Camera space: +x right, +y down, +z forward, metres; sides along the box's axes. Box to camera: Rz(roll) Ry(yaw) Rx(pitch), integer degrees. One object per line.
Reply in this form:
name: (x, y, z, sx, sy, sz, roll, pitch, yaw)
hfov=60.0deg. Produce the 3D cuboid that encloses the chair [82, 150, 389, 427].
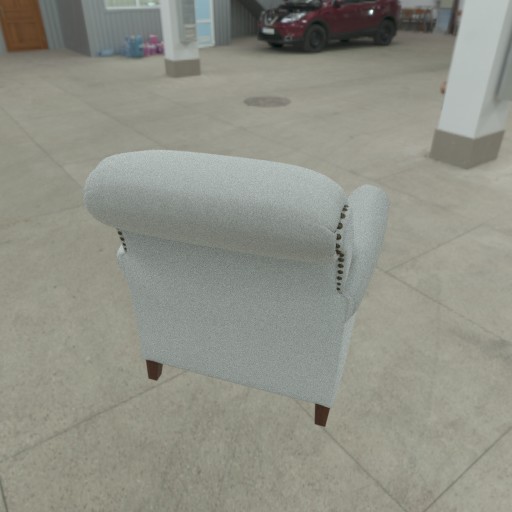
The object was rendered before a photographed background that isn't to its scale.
chair: (0.000, 0.000, 1.591, 0.854, 0.927, 0.890, 10, 33, 16)
